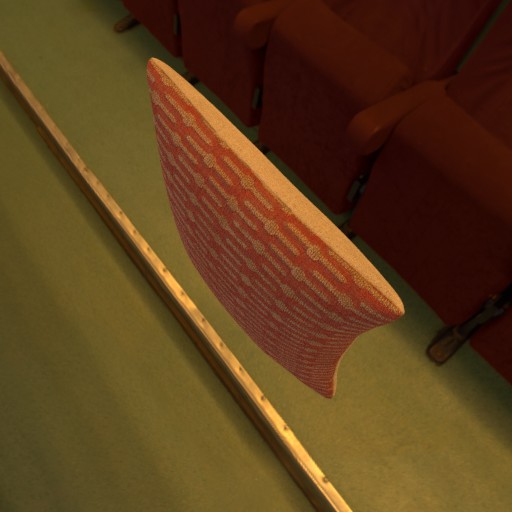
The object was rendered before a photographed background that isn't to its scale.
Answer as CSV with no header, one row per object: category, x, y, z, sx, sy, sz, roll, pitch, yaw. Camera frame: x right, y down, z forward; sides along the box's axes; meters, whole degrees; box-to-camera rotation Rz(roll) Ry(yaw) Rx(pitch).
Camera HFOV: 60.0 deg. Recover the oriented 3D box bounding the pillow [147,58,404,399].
pillow,0.000,0.000,0.782,0.182,0.503,0.511,-35,69,-16
